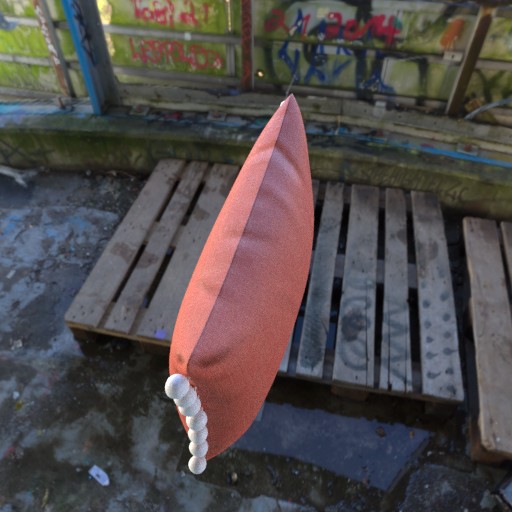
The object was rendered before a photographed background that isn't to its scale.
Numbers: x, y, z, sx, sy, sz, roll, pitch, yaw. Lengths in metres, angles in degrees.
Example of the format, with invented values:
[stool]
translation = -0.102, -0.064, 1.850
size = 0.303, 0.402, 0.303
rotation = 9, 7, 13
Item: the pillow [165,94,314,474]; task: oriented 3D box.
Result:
[pillow]
translation = 0.000, 0.000, 0.832
size = 0.201, 0.322, 0.709
rotation = 10, 48, 9
